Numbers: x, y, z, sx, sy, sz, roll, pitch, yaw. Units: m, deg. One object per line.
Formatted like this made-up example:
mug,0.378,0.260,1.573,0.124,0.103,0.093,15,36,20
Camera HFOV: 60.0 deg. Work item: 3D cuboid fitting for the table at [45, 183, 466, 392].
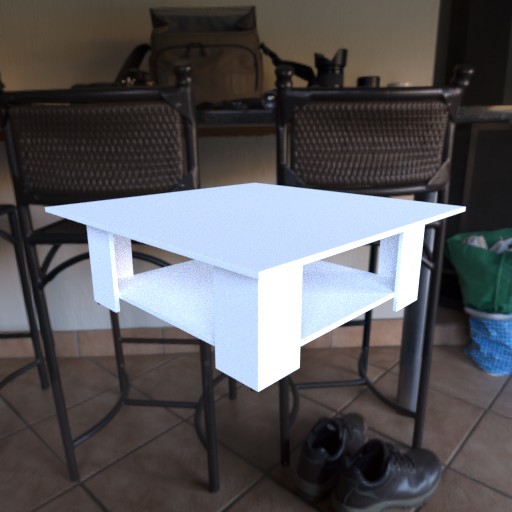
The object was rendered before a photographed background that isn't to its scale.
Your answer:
table,0.000,0.000,1.367,0.890,0.305,0.890,15,22,42
